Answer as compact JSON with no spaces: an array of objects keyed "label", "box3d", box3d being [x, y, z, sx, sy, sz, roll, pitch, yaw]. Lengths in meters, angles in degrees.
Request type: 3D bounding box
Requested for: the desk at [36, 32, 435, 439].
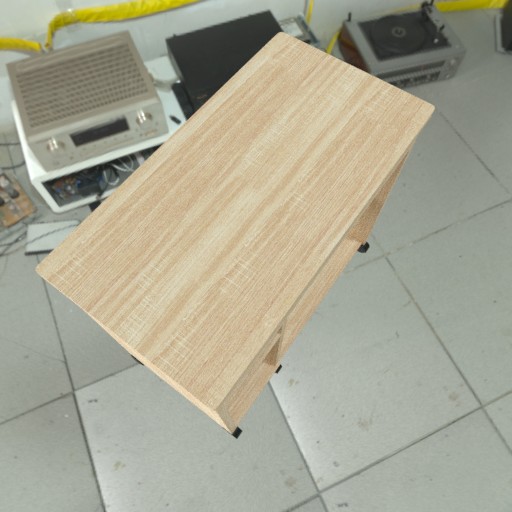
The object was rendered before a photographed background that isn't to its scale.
[{"label":"desk","box3d":[0.000,0.000,1.342,0.480,0.770,0.884,33,69,15]}]
